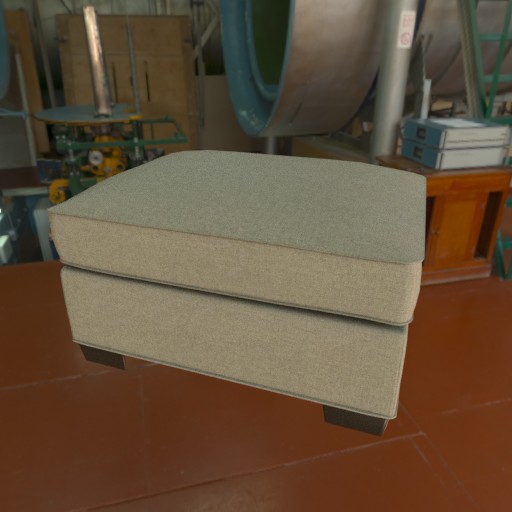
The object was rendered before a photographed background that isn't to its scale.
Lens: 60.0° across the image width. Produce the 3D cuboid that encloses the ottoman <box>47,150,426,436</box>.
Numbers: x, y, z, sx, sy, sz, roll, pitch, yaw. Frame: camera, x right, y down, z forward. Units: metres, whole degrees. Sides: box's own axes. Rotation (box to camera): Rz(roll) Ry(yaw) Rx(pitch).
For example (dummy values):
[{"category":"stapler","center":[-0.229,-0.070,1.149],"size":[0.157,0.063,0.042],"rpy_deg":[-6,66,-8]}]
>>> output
[{"category":"ottoman","center":[0.000,0.000,1.241],"size":[0.843,0.504,0.619],"rpy_deg":[9,27,17]}]
